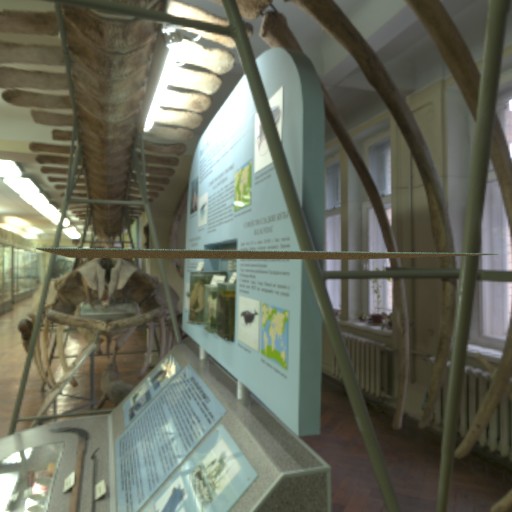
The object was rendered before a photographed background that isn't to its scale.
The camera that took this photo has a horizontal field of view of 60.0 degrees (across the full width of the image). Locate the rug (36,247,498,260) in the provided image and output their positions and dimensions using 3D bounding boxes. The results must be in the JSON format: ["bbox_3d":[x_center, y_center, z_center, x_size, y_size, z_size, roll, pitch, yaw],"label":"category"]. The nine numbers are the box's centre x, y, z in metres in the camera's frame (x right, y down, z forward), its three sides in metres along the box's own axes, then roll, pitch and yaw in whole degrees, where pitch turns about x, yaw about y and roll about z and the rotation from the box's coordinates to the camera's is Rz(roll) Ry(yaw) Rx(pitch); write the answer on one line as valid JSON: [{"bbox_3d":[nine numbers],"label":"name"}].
[{"bbox_3d":[0.000,0.000,2.786,2.286,0.006,1.522,1,-2,-18],"label":"rug"}]
